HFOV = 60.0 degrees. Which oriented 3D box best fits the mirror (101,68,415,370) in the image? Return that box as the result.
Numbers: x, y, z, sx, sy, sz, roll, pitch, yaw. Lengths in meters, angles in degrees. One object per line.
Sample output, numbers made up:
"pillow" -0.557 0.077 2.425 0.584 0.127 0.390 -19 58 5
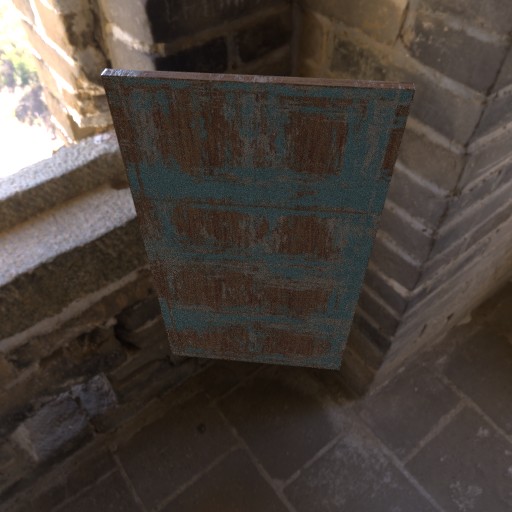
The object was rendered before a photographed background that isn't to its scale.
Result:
"mirror" 0.000 0.000 1.459 0.707 1.213 0.083 4 47 4
